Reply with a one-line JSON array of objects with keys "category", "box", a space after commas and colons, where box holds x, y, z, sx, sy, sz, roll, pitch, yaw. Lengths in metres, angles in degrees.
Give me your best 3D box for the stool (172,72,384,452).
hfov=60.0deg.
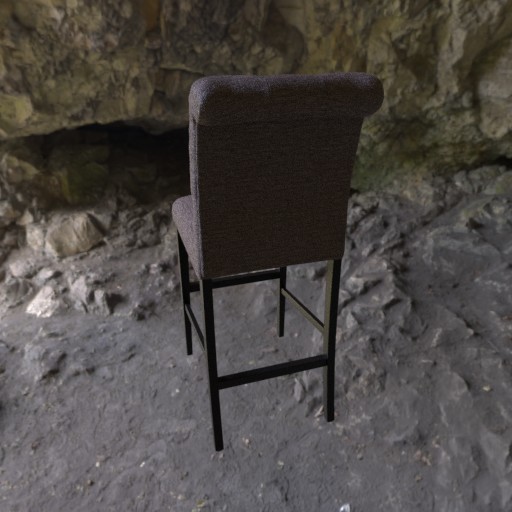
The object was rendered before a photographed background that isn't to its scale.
[{"category": "stool", "box": [0.000, 0.000, 1.439, 0.452, 1.131, 0.613, -8, 28, -16]}]
